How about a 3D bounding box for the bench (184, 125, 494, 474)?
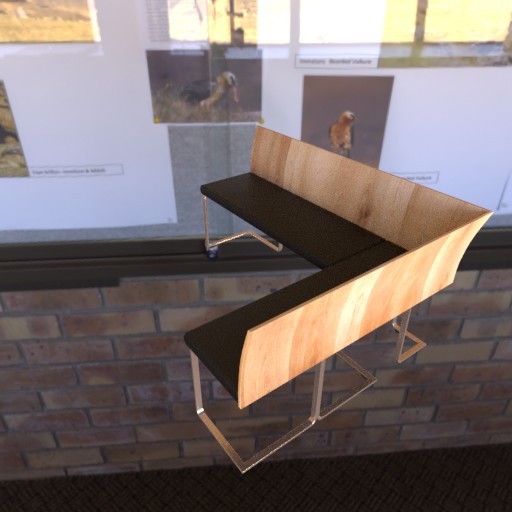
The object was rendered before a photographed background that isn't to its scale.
[{"bbox_3d":[0.000,0.000,2.726,1.495,0.930,1.945,-21,38,-31],"label":"bench"}]
